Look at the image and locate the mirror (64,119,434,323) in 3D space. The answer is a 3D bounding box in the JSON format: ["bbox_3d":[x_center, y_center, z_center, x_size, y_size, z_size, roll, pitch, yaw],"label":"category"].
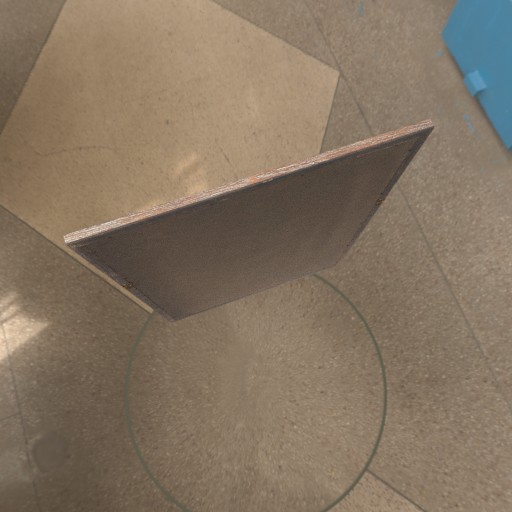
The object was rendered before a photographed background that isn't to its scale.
[{"bbox_3d":[0.000,0.000,1.280,0.705,0.996,0.025,-19,75,-5],"label":"mirror"}]
